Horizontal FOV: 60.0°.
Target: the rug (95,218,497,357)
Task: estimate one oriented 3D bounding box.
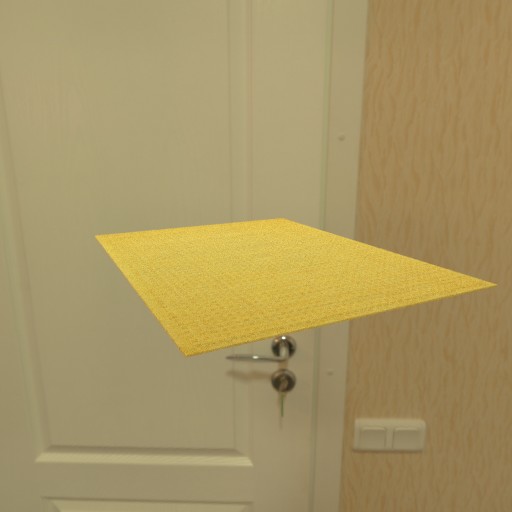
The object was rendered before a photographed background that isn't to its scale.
[{"bbox_3d":[0.000,0.000,4.233,2.486,0.015,3.242,-8,17,-26],"label":"rug"}]
